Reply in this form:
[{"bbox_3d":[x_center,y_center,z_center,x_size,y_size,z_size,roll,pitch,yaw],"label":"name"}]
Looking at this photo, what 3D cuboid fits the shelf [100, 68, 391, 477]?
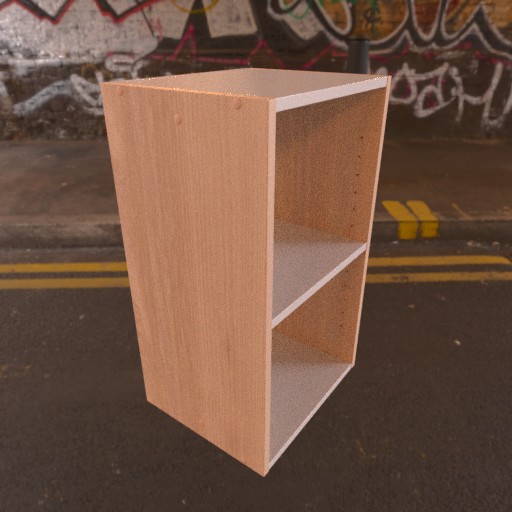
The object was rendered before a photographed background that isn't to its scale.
[{"bbox_3d":[0.000,0.000,0.806,0.290,0.600,0.350,19,32,32],"label":"shelf"}]
